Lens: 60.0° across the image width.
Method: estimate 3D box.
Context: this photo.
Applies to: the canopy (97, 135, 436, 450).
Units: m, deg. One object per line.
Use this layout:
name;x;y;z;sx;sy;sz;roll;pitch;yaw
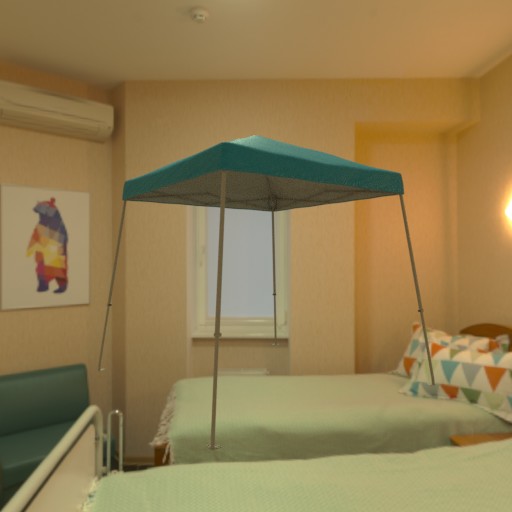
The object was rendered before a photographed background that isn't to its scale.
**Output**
canopy;0.000;0.000;6.602;3.599;3.600;3.600;0;0;-36
